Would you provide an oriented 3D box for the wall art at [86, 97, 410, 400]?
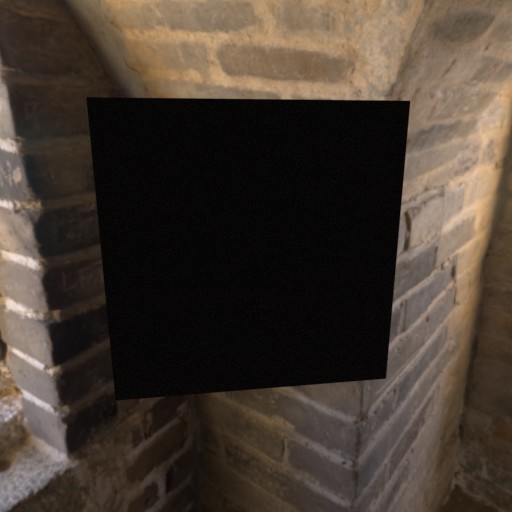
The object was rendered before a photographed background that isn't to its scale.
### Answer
[{"bbox_3d":[0.000,0.000,0.686,0.456,0.458,0.013,-2,16,-8],"label":"wall art"}]
